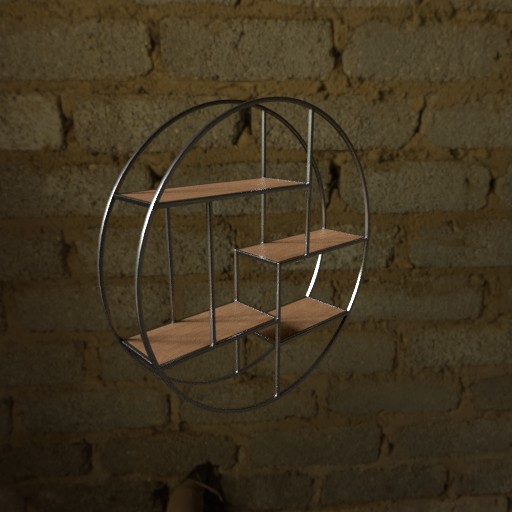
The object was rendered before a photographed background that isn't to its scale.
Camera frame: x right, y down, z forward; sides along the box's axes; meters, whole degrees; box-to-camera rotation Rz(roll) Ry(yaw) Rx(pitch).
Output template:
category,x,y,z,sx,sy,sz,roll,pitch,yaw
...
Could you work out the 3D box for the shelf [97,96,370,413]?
category,x,y,z,sx,sy,sz,roll,pitch,yaw
shelf,0.000,0.000,1.322,0.888,0.888,0.202,-15,22,-41
